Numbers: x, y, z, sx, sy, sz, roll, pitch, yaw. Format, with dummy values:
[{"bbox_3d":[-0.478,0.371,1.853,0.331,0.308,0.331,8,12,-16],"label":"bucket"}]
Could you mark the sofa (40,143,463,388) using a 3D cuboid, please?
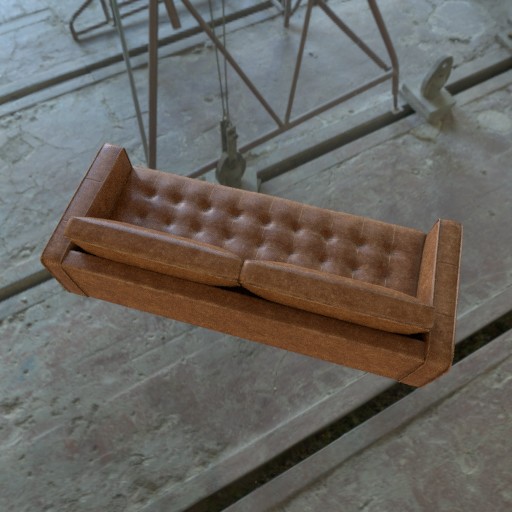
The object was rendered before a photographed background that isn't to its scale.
[{"bbox_3d":[0.000,0.000,2.584,2.199,0.779,0.886,14,64,7],"label":"sofa"}]
